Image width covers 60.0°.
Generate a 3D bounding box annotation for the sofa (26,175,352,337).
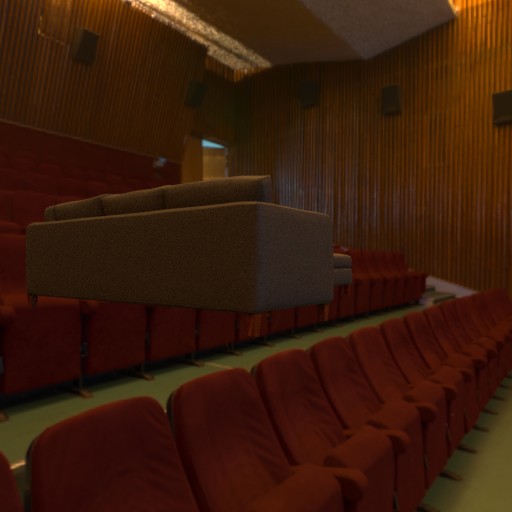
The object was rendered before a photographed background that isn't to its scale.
[{"bbox_3d":[0.000,0.000,4.544,2.594,0.961,3.460,-1,-1,36],"label":"sofa"}]
